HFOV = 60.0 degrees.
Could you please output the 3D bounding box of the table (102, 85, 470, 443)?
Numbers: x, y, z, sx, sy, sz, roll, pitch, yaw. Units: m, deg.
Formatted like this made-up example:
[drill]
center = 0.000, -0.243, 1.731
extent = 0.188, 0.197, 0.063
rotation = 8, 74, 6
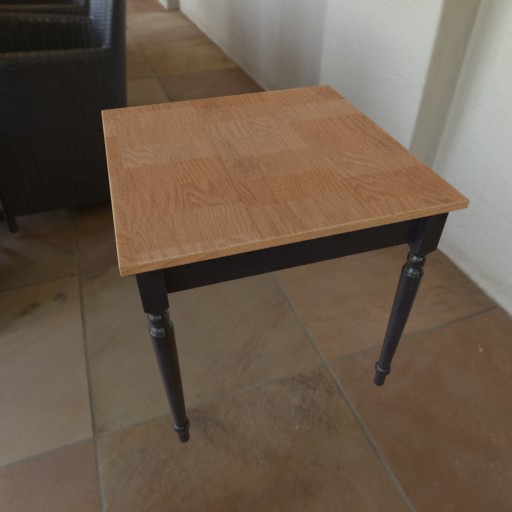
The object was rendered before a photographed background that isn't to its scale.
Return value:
[table]
center = 0.000, 0.000, 1.392
extent = 0.747, 0.738, 0.747
rotation = -11, 42, -13
